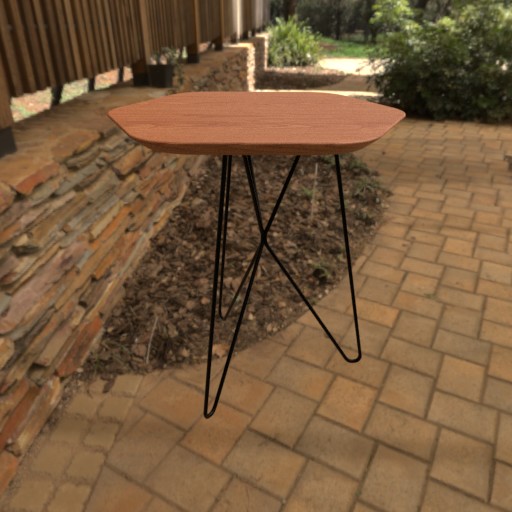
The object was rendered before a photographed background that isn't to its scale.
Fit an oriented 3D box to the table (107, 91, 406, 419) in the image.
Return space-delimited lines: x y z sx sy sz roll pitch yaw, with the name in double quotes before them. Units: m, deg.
"table" 0.000 0.000 0.887 0.500 0.562 0.400 0 29 1
